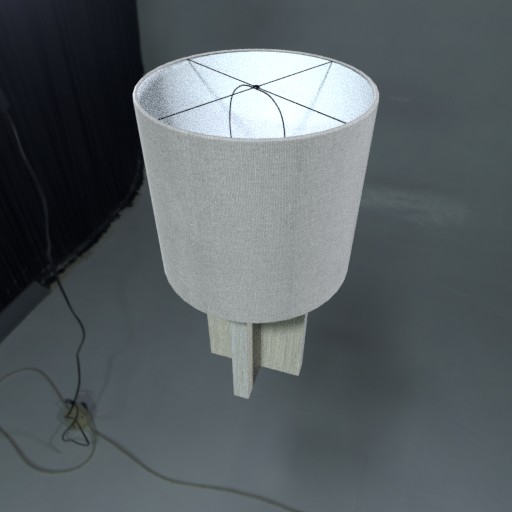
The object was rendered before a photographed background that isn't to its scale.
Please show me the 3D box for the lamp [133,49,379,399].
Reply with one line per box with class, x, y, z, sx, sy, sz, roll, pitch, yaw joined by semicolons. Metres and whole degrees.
lamp;0.000;0.000;0.559;0.229;0.428;0.229;12;42;13
